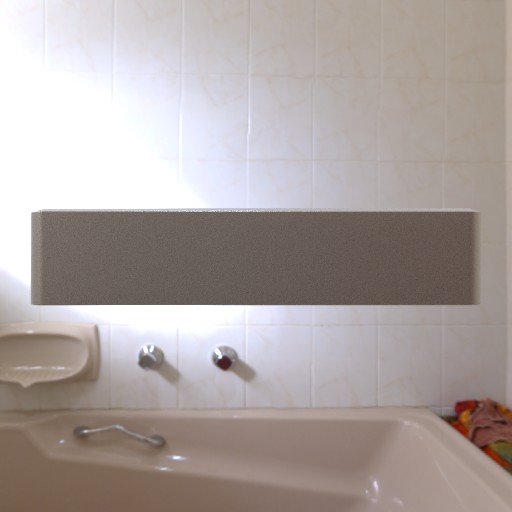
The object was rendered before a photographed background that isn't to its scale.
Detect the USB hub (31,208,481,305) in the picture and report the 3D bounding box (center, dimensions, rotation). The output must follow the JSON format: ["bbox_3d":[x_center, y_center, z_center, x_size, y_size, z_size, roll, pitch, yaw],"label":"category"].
[{"bbox_3d":[0.000,0.000,0.126,0.110,0.023,0.044,0,0,0],"label":"USB hub"}]
